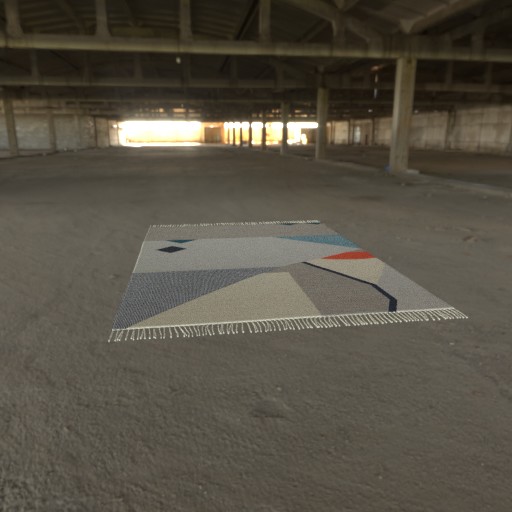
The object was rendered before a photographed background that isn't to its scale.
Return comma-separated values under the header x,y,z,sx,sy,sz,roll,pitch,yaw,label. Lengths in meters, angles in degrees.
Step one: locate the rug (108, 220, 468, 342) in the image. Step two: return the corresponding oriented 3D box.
x,y,z,sx,sy,sz,roll,pitch,yaw,label
0.000,0.000,2.321,1.220,0.005,1.828,-2,16,-9,rug
